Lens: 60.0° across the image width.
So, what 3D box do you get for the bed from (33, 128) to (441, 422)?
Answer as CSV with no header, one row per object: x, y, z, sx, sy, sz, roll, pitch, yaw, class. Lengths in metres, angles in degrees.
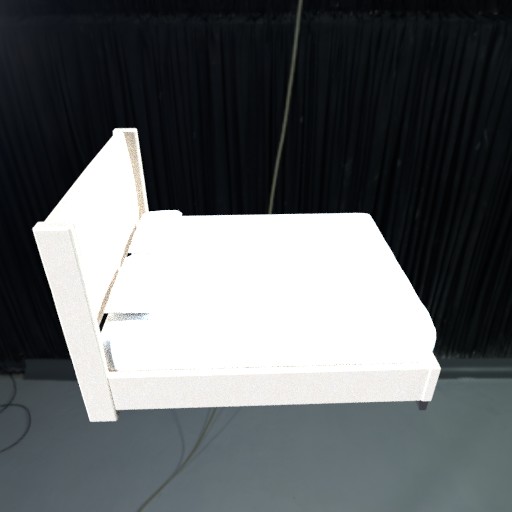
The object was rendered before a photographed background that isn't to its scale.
0.000,0.000,3.365,2.293,1.471,1.778,-1,32,-2,bed
